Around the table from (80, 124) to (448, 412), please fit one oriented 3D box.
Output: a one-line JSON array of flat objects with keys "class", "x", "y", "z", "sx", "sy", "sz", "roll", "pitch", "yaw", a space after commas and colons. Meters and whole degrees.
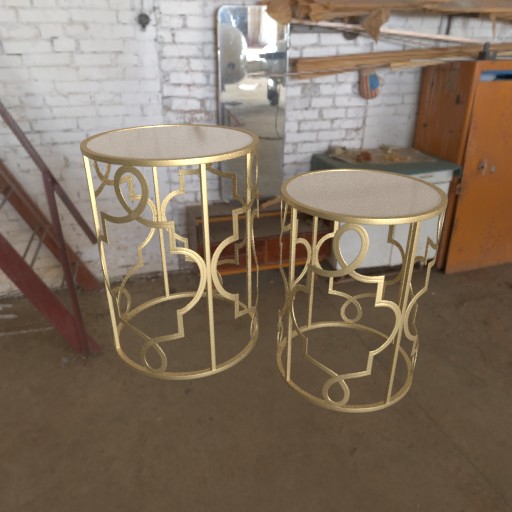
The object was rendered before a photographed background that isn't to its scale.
[{"class": "table", "x": 0.000, "y": 0.000, "z": 1.135, "sx": 0.846, "sy": 0.564, "sz": 0.420, "roll": 8, "pitch": 27, "yaw": 16}]
